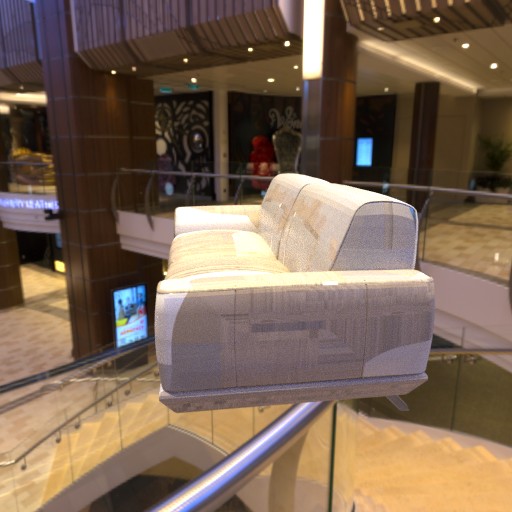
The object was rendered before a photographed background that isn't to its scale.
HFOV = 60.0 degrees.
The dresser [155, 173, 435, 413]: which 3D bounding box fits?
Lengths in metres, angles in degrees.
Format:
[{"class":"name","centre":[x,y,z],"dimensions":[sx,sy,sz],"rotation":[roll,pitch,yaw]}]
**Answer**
[{"class":"dresser","centre":[0.000,0.000,5.581],"dimensions":[2.251,1.863,4.679],"rotation":[-2,14,-8]}]
